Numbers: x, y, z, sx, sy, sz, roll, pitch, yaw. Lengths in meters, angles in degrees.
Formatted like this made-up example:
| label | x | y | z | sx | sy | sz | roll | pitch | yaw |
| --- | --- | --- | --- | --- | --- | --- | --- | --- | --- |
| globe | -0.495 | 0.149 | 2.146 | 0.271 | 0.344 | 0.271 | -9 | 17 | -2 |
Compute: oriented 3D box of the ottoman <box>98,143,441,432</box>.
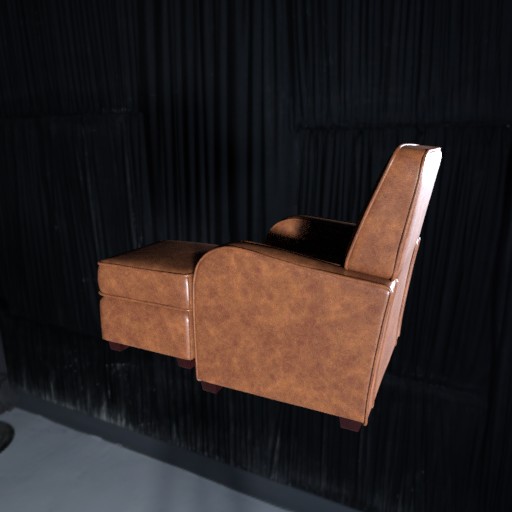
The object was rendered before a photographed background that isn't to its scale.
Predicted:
| label | x | y | z | sx | sy | sz | roll | pitch | yaw |
| --- | --- | --- | --- | --- | --- | --- | --- | --- | --- |
| ottoman | 0.000 | 0.000 | 1.830 | 1.314 | 0.904 | 0.732 | 7 | 16 | 24 |
